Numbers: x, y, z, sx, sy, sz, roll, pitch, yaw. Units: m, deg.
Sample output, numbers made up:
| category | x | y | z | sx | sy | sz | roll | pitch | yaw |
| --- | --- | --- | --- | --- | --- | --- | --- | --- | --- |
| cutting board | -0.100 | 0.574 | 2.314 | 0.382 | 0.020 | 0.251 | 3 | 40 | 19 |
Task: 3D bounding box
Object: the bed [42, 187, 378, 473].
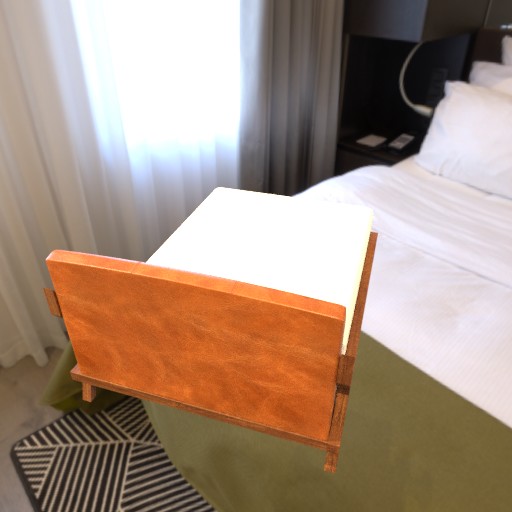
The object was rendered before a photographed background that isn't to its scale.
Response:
| category | x | y | z | sx | sy | sz | roll | pitch | yaw |
| --- | --- | --- | --- | --- | --- | --- | --- | --- | --- |
| bed | 0.000 | 0.000 | 3.263 | 1.651 | 1.168 | 2.311 | 10 | 34 | 15 |
